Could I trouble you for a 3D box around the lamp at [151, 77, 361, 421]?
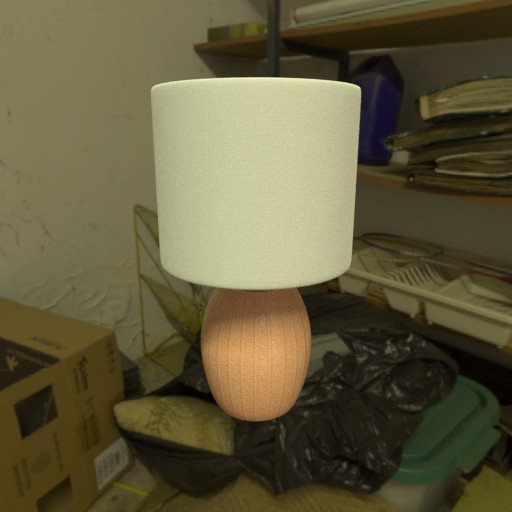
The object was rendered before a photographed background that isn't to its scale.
[{"bbox_3d":[0.000,0.000,0.780,0.329,0.570,0.329,0,15,0],"label":"lamp"}]
